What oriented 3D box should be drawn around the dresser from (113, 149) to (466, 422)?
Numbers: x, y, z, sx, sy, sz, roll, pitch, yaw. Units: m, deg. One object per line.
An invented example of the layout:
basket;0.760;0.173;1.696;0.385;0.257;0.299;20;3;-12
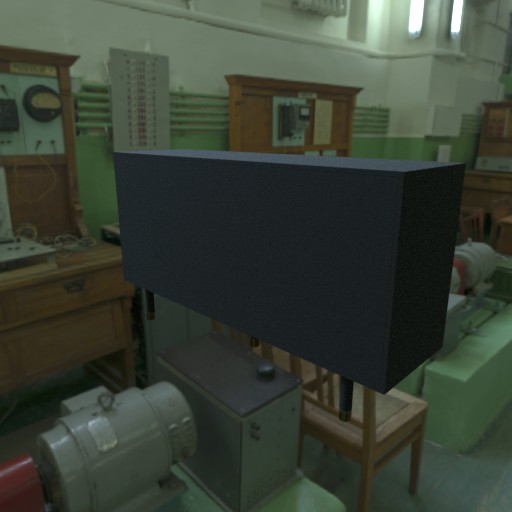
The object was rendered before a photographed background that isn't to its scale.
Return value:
dresser;0.000;0.000;1.982;1.558;0.872;0.463;15;22;42
